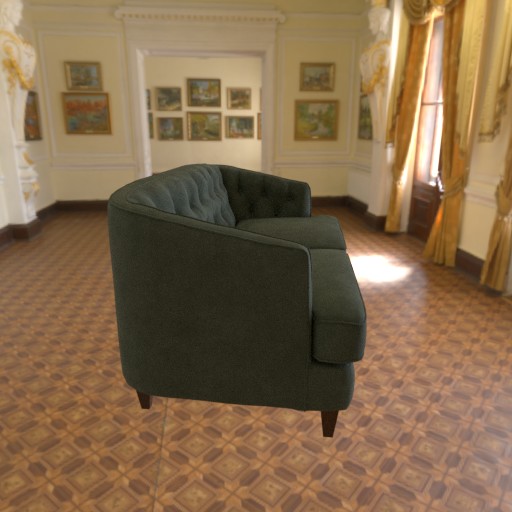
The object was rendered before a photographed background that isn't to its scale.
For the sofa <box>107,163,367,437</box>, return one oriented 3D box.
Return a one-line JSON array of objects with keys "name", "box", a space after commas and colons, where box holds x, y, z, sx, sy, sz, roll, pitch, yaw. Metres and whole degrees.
[{"name": "sofa", "box": [0.000, 0.000, 2.270, 0.941, 0.855, 1.733, 2, 16, 6]}]
